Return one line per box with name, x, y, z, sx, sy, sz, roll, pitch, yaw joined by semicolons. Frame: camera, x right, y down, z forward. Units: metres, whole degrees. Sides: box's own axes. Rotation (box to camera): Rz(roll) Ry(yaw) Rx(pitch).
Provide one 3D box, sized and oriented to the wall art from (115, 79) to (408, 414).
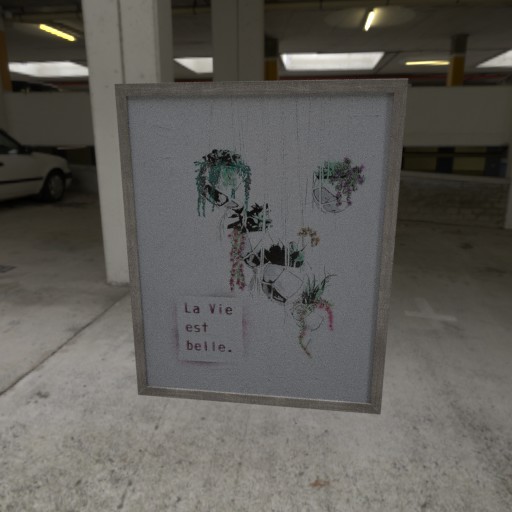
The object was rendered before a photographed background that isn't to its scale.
wall art;0.000;0.000;0.711;0.421;0.521;0.032;2;15;7
